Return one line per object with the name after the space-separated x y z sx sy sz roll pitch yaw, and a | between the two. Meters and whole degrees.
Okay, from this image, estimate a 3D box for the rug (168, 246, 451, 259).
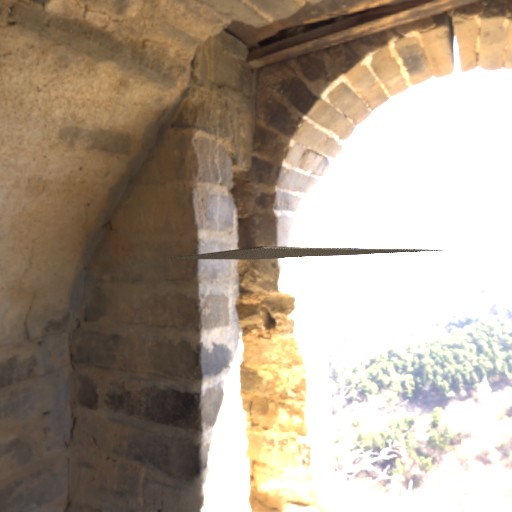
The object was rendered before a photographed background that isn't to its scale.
0.000 0.000 2.706 0.774 0.008 2.437 0 -1 -18 | rug
